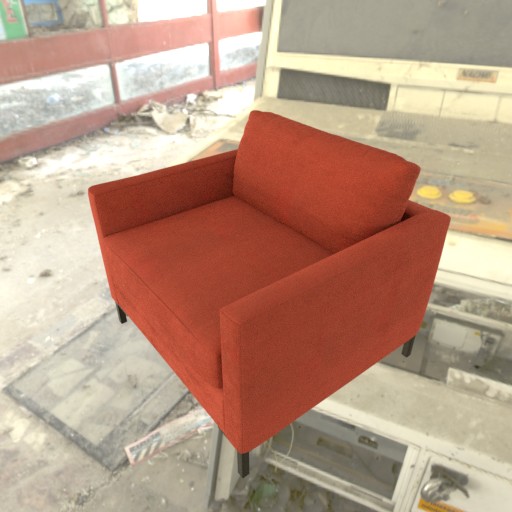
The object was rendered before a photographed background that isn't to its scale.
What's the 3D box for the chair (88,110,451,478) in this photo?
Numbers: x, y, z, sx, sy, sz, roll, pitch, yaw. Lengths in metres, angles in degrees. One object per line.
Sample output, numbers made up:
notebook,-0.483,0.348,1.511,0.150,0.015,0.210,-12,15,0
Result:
chair,0.000,0.000,1.611,0.875,0.812,0.964,-23,39,-31
